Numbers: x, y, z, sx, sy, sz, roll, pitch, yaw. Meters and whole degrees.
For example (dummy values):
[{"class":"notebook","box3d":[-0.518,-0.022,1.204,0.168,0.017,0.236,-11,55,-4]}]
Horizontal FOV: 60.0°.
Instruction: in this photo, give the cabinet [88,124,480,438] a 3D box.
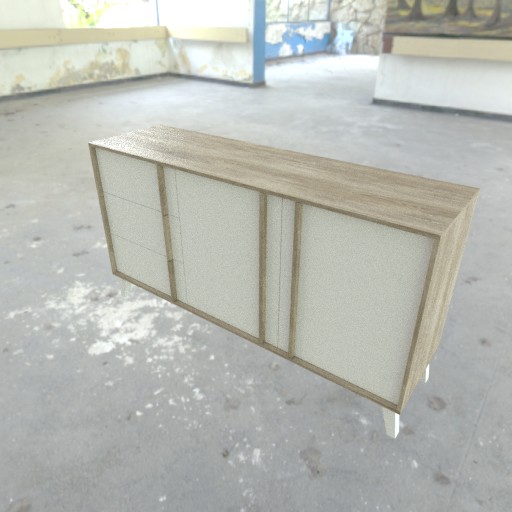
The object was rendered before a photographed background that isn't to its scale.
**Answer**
[{"class":"cabinet","box3d":[0.000,0.000,2.008,1.600,0.870,0.450,20,35,31]}]
